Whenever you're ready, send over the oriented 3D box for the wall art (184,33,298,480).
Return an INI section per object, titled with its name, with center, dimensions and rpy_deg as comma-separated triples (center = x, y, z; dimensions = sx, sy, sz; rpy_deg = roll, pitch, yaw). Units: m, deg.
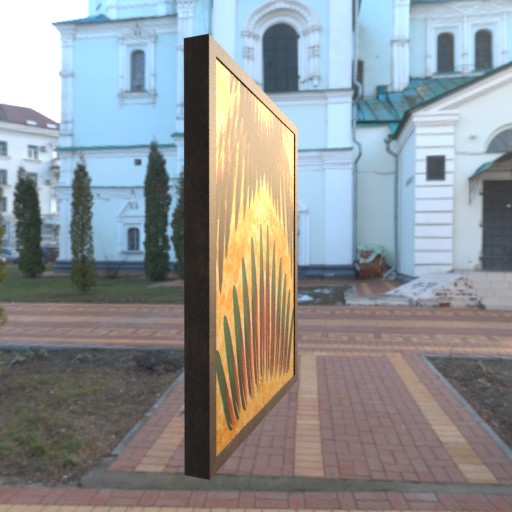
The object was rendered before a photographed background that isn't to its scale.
[wall art]
center = 0.000, 0.000, 0.562
dimensions = 0.027, 0.406, 0.329
rpy_deg = 0, 1, 19
